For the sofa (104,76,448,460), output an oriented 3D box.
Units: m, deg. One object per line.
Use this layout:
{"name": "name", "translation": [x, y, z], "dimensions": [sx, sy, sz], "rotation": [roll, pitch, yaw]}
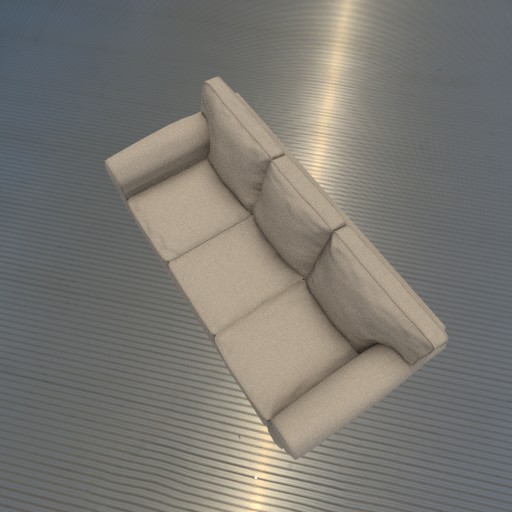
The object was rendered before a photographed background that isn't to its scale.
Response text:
{"name": "sofa", "translation": [0.000, 0.000, 2.691], "dimensions": [0.998, 0.889, 2.118], "rotation": [-31, 67, -14]}
